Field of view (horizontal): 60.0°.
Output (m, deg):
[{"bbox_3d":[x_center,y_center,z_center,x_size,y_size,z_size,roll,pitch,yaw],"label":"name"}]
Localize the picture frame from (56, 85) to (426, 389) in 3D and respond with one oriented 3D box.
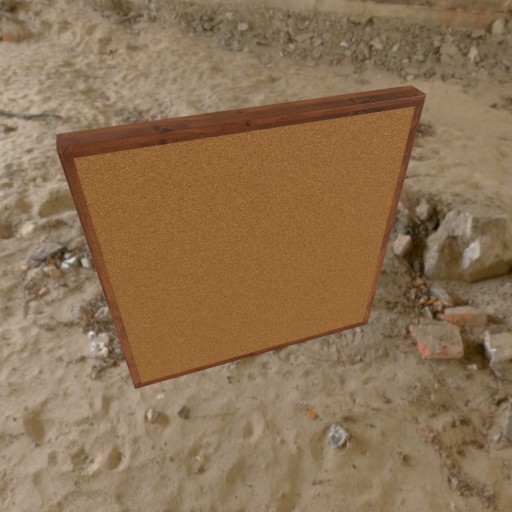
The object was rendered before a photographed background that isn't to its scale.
[{"bbox_3d":[0.000,0.000,0.529,0.352,0.356,0.028,-13,43,-14],"label":"picture frame"}]
